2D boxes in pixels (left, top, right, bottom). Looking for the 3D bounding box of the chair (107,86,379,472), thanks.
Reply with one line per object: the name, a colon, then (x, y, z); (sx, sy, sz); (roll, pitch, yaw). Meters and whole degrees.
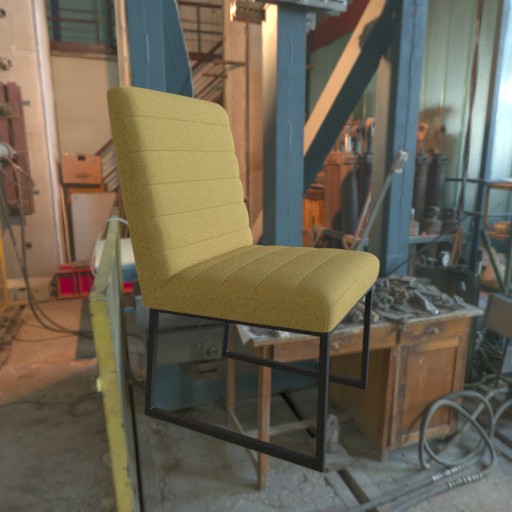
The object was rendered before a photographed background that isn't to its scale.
chair: (0.000, 0.000, 1.310); (0.634, 0.930, 0.520); (6, 14, 26)
